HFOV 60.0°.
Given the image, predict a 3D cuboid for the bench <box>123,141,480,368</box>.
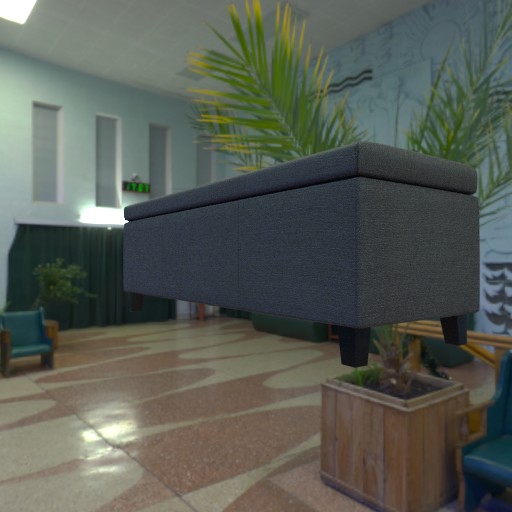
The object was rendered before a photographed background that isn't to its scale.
[{"bbox_3d":[0.000,0.000,1.442,0.446,0.438,1.269,0,-1,-36],"label":"bench"}]
